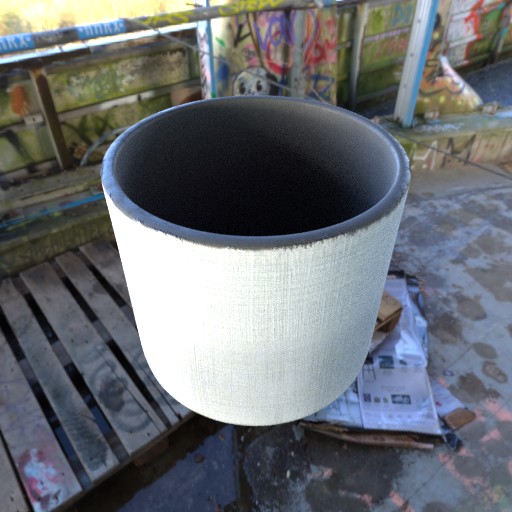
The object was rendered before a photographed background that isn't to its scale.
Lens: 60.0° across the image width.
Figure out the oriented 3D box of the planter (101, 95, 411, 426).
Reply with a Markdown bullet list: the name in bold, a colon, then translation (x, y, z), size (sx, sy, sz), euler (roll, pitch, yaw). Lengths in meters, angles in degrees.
- **planter**: translation (0.000, 0.000, 0.384), size (0.221, 0.201, 0.221), euler (0, 41, 0)
